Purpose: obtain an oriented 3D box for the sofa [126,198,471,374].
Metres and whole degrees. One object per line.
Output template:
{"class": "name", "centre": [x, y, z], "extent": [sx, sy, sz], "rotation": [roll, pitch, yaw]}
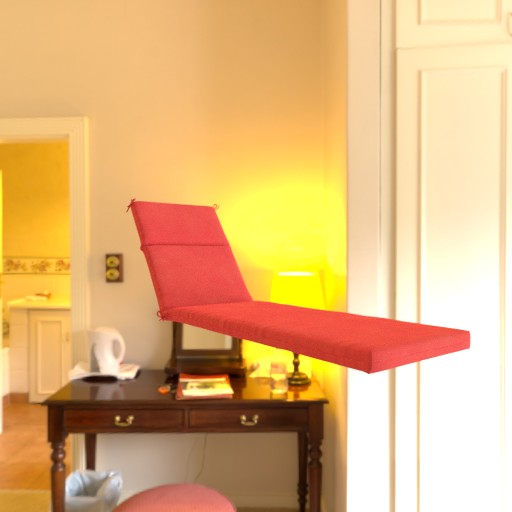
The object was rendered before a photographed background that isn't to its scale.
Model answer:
{"class": "sofa", "centre": [0.000, 0.000, 1.946], "extent": [0.582, 0.622, 1.663], "rotation": [0, 1, -37]}
